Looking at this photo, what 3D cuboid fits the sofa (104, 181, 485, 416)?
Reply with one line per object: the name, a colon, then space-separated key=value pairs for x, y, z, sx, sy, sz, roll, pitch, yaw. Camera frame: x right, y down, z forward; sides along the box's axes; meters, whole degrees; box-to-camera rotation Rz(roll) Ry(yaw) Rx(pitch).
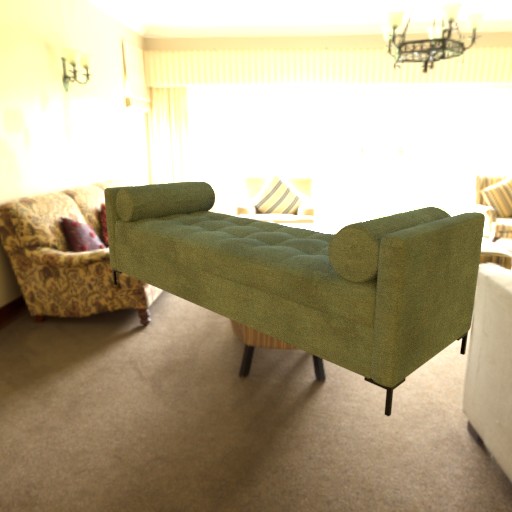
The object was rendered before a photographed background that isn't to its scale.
sofa: x=0.000 y=0.000 z=2.325 sx=0.686 sy=0.635 sz=1.981 roll=-14 pitch=20 yaw=-42
